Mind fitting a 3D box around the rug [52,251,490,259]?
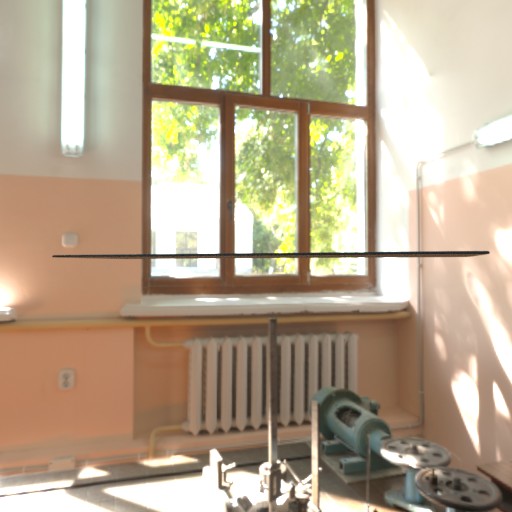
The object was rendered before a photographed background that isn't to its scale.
[{"bbox_3d":[0.000,0.000,2.516,2.276,0.014,0.678,0,-1,19],"label":"rug"}]
